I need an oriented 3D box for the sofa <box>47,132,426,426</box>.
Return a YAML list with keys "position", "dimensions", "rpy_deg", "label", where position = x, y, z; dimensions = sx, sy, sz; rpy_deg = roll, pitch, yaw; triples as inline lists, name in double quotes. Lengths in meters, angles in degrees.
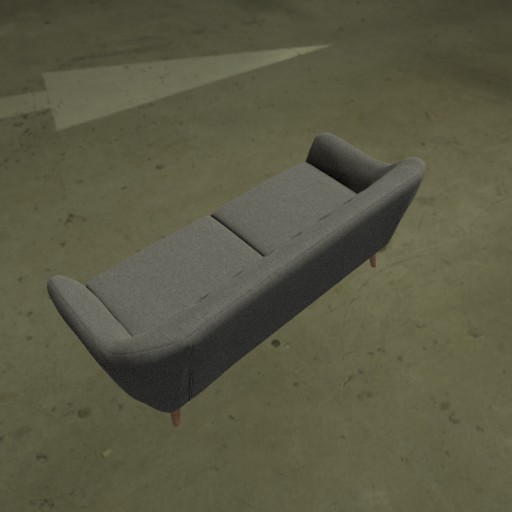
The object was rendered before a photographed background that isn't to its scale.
- position: [0.000, 0.000, 2.274]
  dimensions: [1.840, 0.820, 0.820]
  rpy_deg: [-33, 55, -27]
  label: "sofa"
